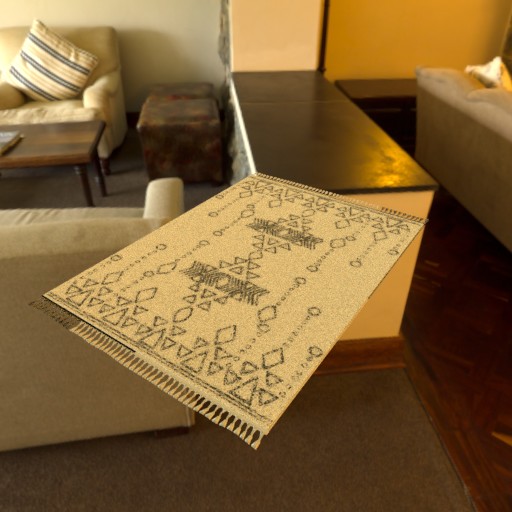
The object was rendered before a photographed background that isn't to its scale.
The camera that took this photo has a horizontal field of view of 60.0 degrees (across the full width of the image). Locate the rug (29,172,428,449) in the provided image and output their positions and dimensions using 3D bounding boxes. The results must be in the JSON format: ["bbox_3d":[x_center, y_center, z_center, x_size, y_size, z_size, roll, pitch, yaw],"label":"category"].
[{"bbox_3d":[0.000,0.000,2.964,1.600,0.013,2.312,21,39,28],"label":"rug"}]
